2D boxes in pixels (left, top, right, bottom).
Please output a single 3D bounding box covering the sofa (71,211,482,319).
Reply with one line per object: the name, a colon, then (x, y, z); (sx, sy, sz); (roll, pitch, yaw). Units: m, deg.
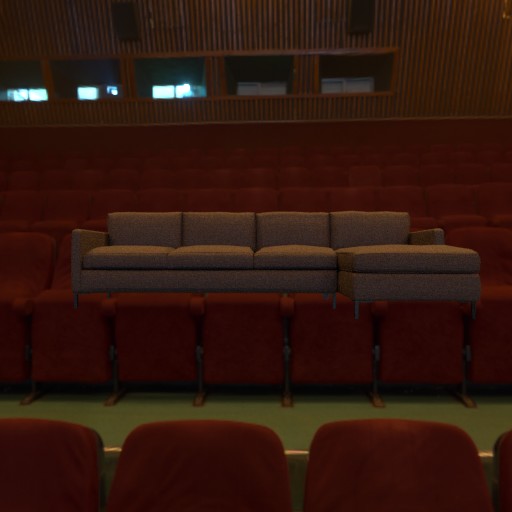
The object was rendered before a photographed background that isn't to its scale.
sofa: (0.000, 0.000, 3.866); (3.221, 0.892, 1.483); (0, 0, 2)
